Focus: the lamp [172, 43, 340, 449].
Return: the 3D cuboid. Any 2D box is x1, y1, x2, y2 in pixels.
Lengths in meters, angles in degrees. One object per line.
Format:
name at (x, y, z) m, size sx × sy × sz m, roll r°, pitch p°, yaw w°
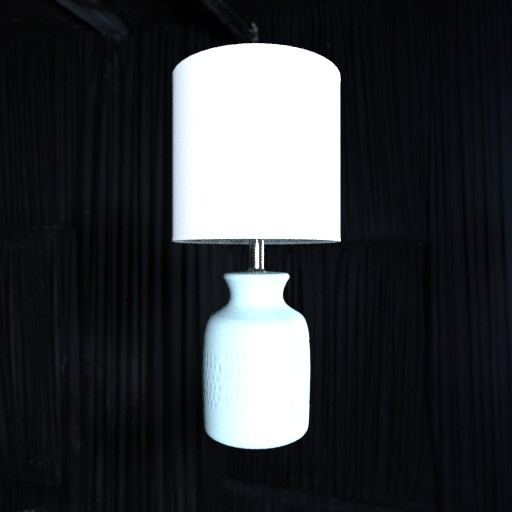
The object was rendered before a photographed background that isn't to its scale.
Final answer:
lamp at (0.000, 0.000, 1.117) m, size 0.418 × 0.871 × 0.418 m, roll 0°, pitch 0°, yaw 17°
